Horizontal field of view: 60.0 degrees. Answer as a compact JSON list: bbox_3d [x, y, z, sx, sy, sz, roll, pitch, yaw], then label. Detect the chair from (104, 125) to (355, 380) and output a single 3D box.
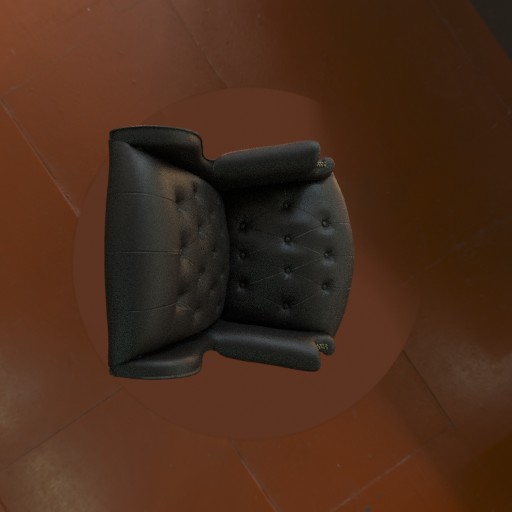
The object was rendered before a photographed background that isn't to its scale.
[{"bbox_3d":[0.000,0.000,1.685,0.822,1.133,0.831,0,89,-1],"label":"chair"}]
